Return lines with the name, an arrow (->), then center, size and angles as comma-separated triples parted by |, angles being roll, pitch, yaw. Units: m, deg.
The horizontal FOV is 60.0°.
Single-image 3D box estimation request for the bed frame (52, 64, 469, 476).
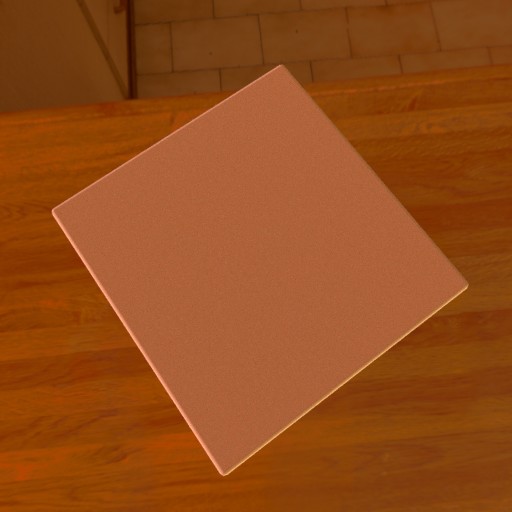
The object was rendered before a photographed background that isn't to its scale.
bed frame -> 0.000, 0.000, 4.053 | 2.526, 0.680, 2.635 | -35, 79, -8
